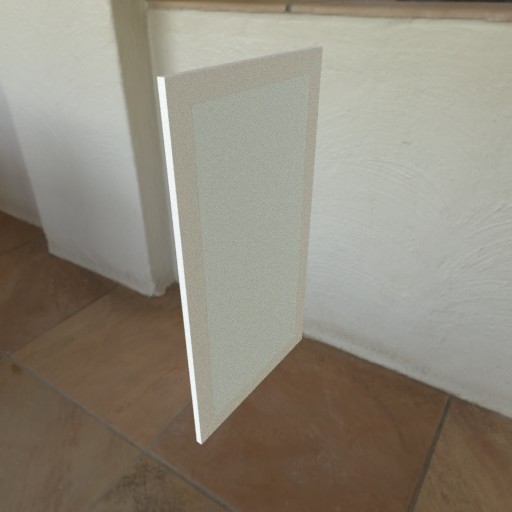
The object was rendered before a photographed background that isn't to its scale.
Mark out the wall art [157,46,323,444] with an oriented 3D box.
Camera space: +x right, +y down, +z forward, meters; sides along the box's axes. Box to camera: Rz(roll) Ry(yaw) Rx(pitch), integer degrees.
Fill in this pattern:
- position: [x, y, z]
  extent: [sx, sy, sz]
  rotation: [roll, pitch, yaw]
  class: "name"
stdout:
- position: [0.000, 0.000, 0.832]
  extent: [0.013, 0.683, 0.380]
  rotation: [21, 37, 30]
  class: "wall art"
